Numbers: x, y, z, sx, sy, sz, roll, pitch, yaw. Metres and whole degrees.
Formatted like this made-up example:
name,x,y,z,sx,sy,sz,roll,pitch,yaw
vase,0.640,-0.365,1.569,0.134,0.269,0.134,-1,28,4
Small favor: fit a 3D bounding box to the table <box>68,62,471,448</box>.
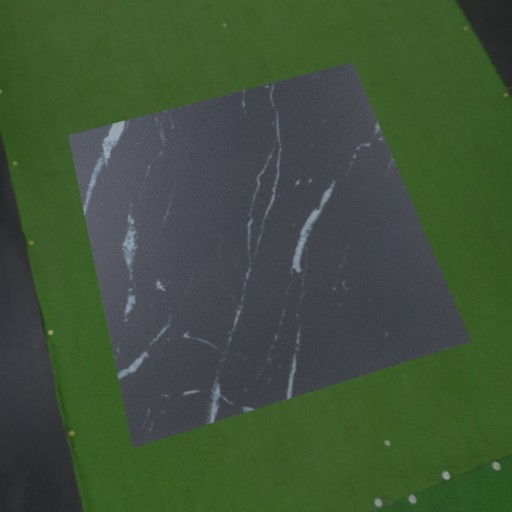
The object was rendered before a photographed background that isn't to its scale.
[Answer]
name,x,y,z,sx,sy,sz,roll,pitch,yaw
table,0.000,0.000,1.316,0.800,0.450,0.800,-16,75,-4
